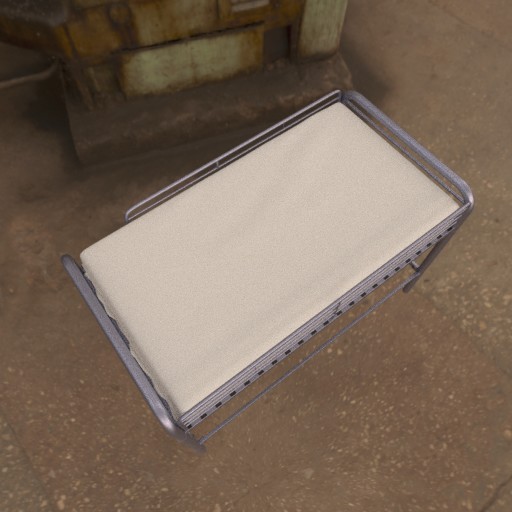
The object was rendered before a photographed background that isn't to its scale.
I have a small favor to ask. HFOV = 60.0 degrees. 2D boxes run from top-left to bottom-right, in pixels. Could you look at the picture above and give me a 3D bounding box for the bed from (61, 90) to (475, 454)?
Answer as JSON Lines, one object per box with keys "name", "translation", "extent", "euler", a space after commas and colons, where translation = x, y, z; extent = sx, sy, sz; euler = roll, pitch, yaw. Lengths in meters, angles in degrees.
{"name": "bed", "translation": [0.000, 0.000, 2.894], "extent": [1.965, 1.288, 1.415], "euler": [-34, 67, -16]}
